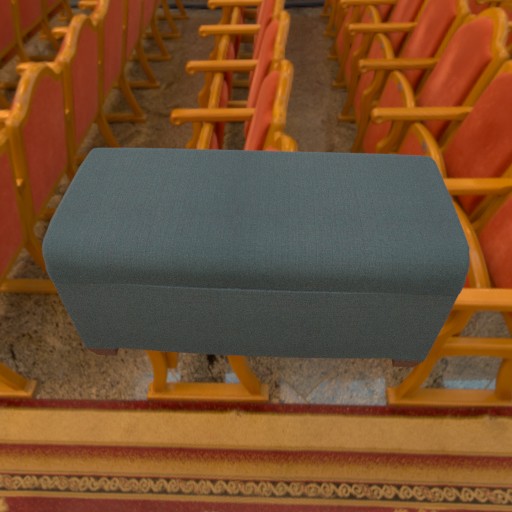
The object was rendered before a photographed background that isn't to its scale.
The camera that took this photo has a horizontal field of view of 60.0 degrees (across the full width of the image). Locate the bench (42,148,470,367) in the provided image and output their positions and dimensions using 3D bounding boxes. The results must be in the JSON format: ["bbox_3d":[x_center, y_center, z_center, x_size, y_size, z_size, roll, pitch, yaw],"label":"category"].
[{"bbox_3d":[0.000,0.000,1.278,0.995,0.474,0.476,2,46,2],"label":"bench"}]
